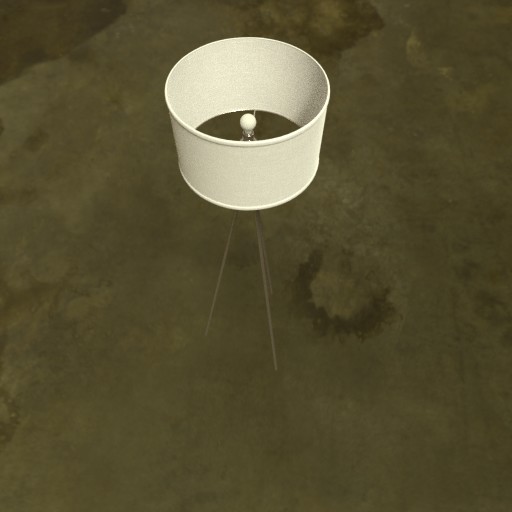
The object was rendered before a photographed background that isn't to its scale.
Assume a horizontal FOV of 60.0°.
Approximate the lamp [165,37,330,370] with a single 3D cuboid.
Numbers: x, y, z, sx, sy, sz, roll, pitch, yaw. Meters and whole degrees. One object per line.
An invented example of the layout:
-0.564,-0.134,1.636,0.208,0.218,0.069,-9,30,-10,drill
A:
0.000,0.000,1.742,0.448,1.545,0.458,-34,64,-20,lamp
